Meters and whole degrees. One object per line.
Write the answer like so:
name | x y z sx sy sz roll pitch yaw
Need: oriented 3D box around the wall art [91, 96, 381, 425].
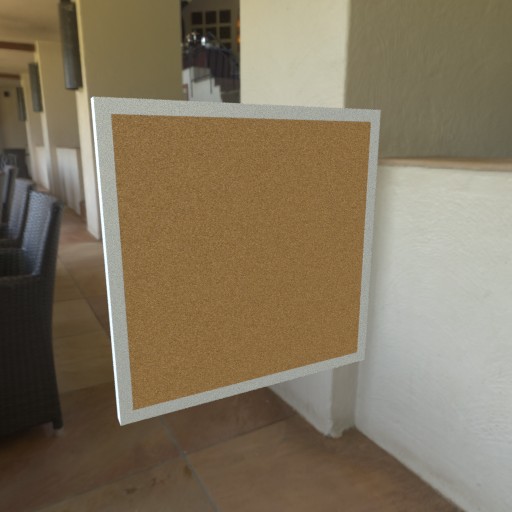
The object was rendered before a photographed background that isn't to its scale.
wall art | 0.000 0.000 1.177 0.762 0.762 0.038 -7 16 -26
